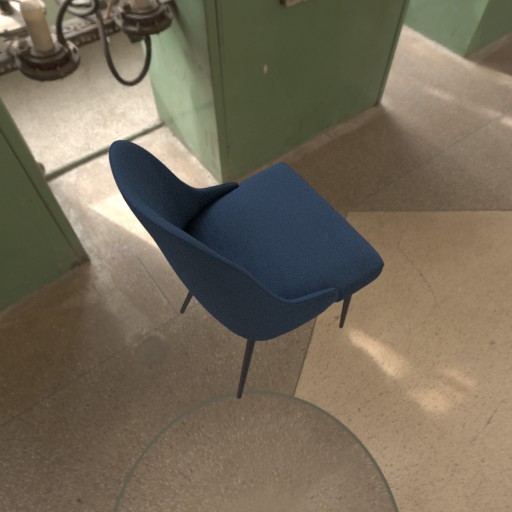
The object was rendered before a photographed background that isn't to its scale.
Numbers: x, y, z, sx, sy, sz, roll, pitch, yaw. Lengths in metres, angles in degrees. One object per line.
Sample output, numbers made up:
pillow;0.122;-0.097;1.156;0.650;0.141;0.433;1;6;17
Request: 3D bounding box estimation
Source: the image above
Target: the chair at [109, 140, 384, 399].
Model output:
chair;0.000;0.000;1.220;0.559;0.896;0.478;-31;62;-18
